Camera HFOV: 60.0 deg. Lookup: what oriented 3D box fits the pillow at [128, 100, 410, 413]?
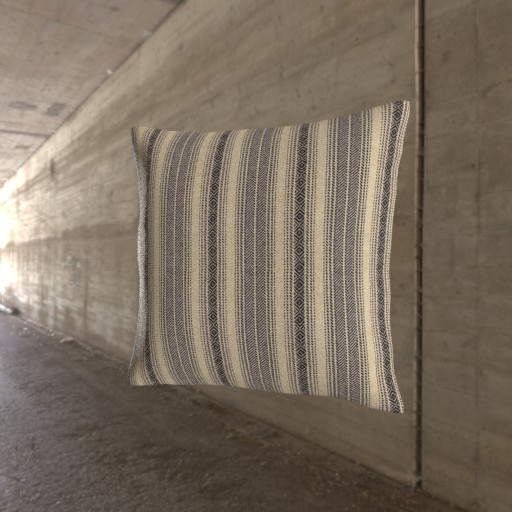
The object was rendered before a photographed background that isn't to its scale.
[{"bbox_3d":[0.000,0.000,0.794,0.520,0.508,0.166,0,0,17],"label":"pillow"}]
